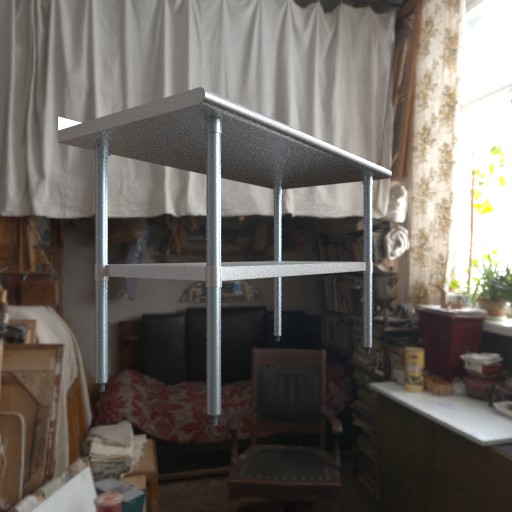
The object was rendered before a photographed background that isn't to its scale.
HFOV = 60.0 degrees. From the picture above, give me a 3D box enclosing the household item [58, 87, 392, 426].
[{"bbox_3d":[0.000,0.000,1.667,0.610,0.851,1.219,0,0,36],"label":"household item"}]
